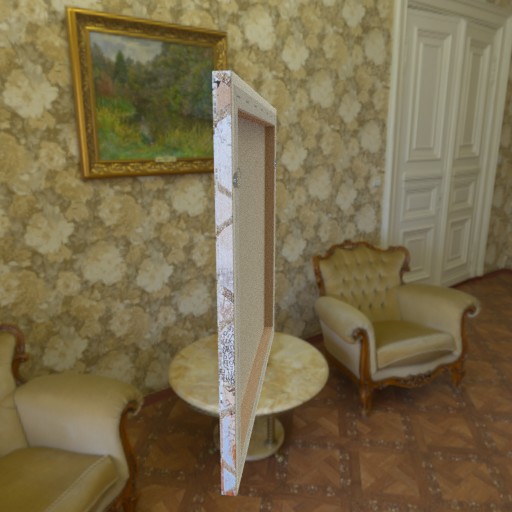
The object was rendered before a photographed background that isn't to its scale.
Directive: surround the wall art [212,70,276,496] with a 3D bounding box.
[{"bbox_3d":[0.000,0.000,1.343,0.039,0.914,0.912,2,14,7],"label":"wall art"}]
